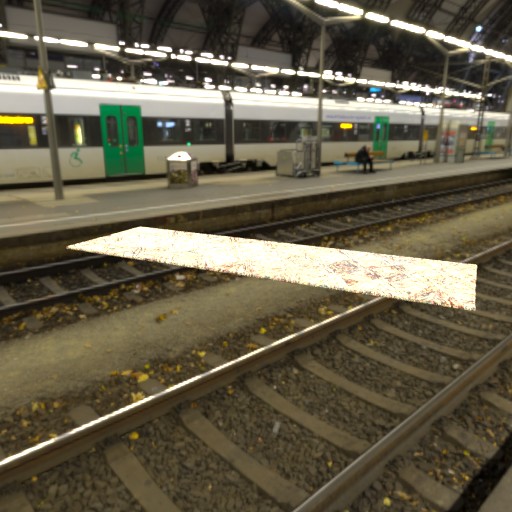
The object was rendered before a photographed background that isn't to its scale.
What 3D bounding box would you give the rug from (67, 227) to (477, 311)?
[{"bbox_3d":[0.000,0.000,2.553,2.292,0.015,0.688,7,17,25],"label":"rug"}]
